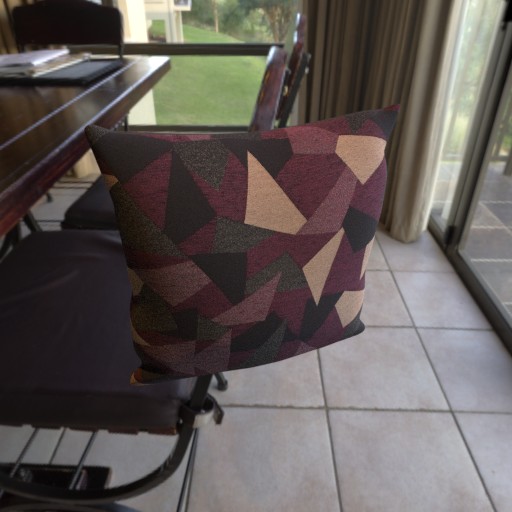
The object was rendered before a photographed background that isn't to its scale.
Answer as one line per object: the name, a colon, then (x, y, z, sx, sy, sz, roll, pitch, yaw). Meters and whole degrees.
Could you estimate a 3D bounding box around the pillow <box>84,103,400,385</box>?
pillow: (0.000, 0.000, 0.779, 0.503, 0.496, 0.208, -10, 34, -15)
